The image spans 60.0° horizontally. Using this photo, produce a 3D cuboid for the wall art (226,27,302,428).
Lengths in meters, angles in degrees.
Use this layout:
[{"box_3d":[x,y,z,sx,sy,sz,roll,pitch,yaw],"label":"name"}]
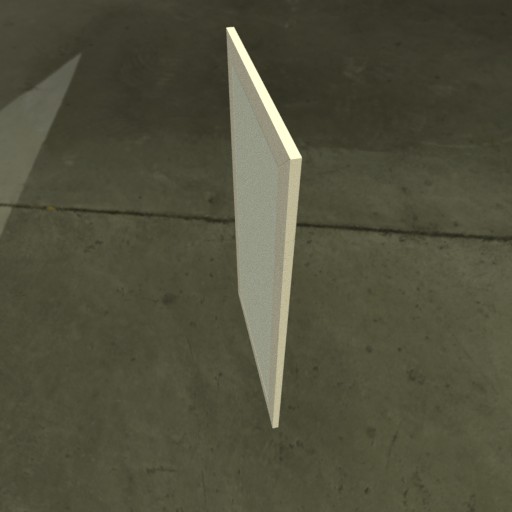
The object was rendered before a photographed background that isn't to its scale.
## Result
[{"box_3d":[0.000,0.000,0.836,0.013,0.683,0.380,-9,47,-9],"label":"wall art"}]
